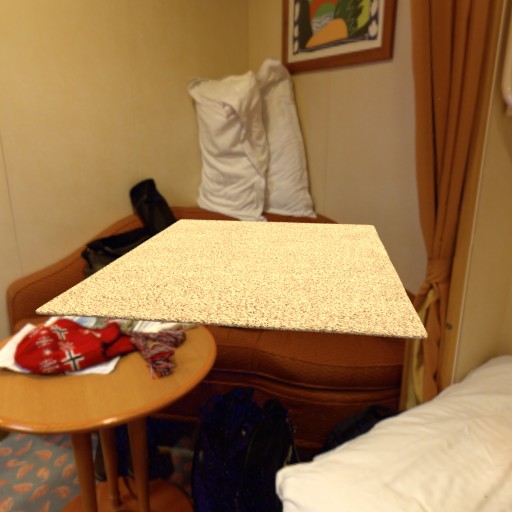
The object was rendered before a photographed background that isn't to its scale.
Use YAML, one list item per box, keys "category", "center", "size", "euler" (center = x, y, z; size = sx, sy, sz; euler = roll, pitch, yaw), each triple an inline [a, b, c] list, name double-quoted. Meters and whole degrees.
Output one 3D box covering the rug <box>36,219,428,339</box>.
- category: "rug"
  center: [0.000, 0.000, 4.127]
  size: [2.438, 0.029, 3.047]
  euler: [2, 16, 8]
